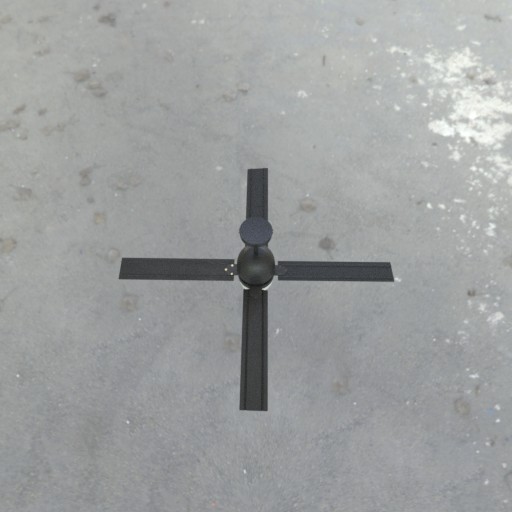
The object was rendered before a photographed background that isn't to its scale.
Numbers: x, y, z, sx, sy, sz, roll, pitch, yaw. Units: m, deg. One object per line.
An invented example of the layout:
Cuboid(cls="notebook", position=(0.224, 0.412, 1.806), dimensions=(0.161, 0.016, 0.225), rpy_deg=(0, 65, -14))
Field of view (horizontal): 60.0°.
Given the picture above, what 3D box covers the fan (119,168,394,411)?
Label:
Cuboid(cls="fan", position=(0.000, 0.000, 2.036), dimensions=(1.319, 0.410, 1.319), rpy_deg=(-1, 58, 0))
